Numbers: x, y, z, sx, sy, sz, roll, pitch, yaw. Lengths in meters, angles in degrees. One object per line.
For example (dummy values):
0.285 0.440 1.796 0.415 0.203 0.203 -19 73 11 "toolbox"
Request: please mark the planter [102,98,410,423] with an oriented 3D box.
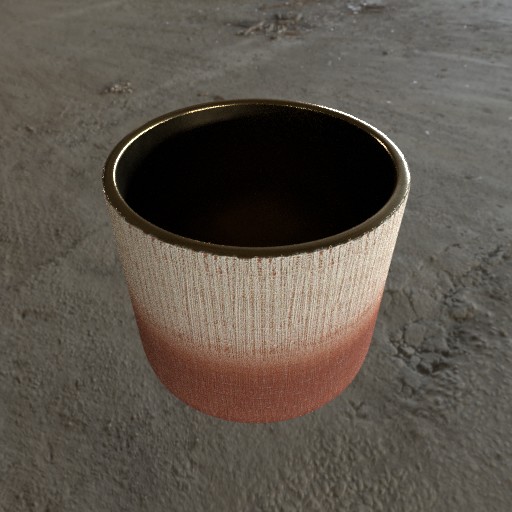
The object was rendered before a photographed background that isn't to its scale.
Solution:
0.000 0.000 0.440 0.254 0.221 0.254 0 42 0 "planter"
